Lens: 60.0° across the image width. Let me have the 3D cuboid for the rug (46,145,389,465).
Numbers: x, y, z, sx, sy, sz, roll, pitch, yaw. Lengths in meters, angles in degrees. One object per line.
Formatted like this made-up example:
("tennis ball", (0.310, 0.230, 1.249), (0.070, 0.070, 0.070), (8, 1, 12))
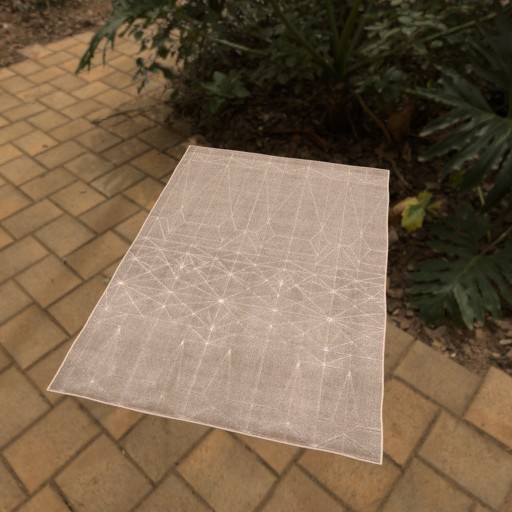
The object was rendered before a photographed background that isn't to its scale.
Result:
("rug", (0.000, 0.000, 4.218), (2.449, 0.019, 3.357), (9, 47, 9))
